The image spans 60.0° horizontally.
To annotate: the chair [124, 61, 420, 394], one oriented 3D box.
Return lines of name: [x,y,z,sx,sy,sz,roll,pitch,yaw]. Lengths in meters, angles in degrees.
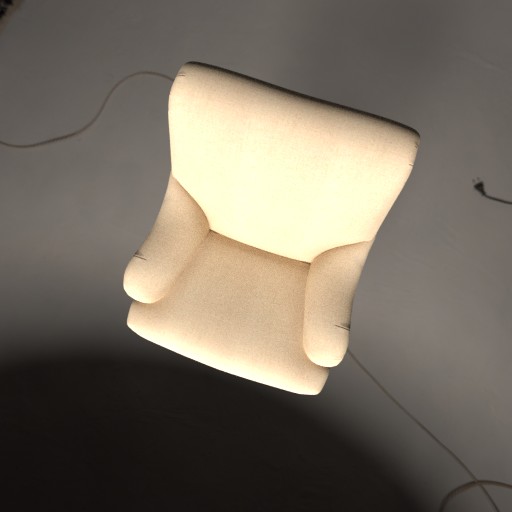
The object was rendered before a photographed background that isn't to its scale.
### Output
chair: [0.000,0.000,1.601,0.766,0.944,0.842,19,77,4]
